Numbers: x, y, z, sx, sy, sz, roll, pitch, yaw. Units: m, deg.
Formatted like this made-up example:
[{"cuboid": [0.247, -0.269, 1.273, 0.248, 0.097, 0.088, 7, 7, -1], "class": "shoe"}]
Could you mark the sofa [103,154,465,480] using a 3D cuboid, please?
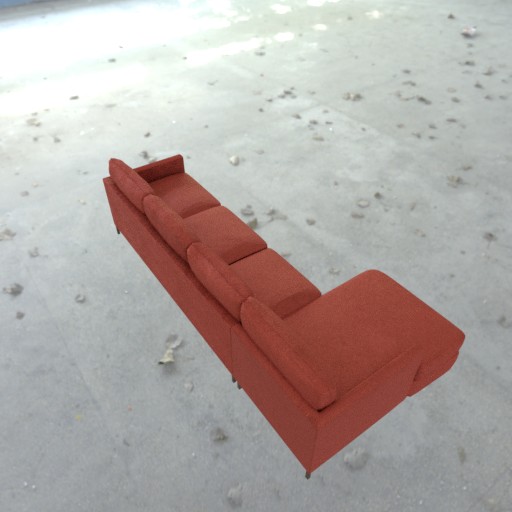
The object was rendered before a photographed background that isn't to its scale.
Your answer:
[{"cuboid": [0.000, 0.000, 4.035, 1.500, 0.967, 3.400, -25, 47, -26], "class": "sofa"}]
